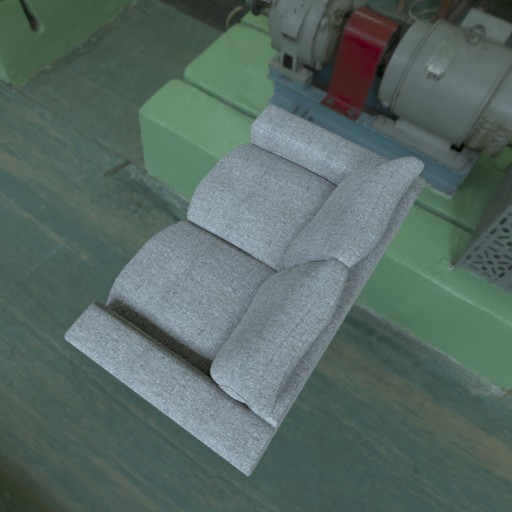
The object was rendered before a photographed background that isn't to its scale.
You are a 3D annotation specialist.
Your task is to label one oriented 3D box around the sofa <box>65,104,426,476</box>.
[{"bbox_3d":[0.000,0.000,2.325,1.094,0.877,1.758,31,67,15],"label":"sofa"}]
